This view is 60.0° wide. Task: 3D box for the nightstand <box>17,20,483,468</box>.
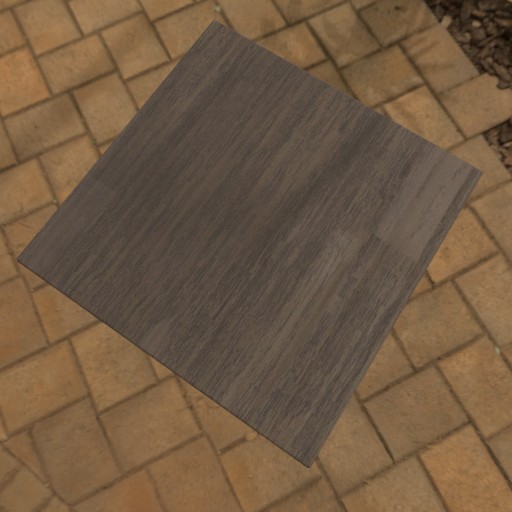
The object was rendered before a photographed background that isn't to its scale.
[{"bbox_3d":[0.000,0.000,0.897,0.503,0.497,0.502,33,78,8],"label":"nightstand"}]
